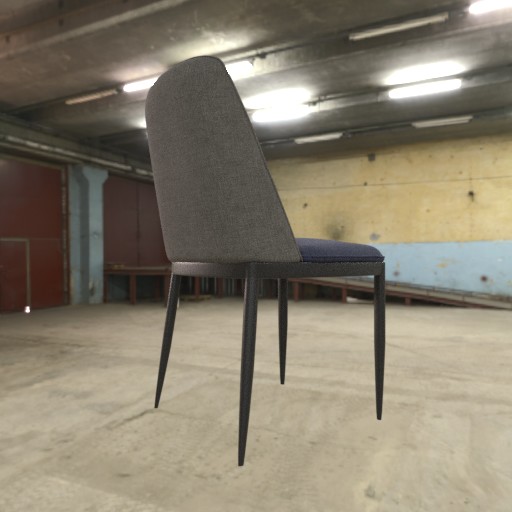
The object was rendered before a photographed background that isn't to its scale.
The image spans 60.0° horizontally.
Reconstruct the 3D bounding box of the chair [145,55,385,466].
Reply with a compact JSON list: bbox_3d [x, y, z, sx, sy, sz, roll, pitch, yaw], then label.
[{"bbox_3d":[0.000,0.000,1.180,0.550,0.855,0.488,0,-1,-36],"label":"chair"}]
